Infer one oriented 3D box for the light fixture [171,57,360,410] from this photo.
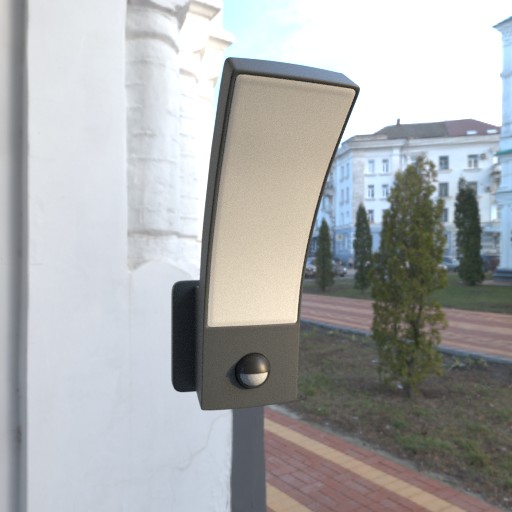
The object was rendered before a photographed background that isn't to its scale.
[{"bbox_3d":[0.000,0.000,0.341,0.108,0.243,0.174,0,0,-18],"label":"light fixture"}]
